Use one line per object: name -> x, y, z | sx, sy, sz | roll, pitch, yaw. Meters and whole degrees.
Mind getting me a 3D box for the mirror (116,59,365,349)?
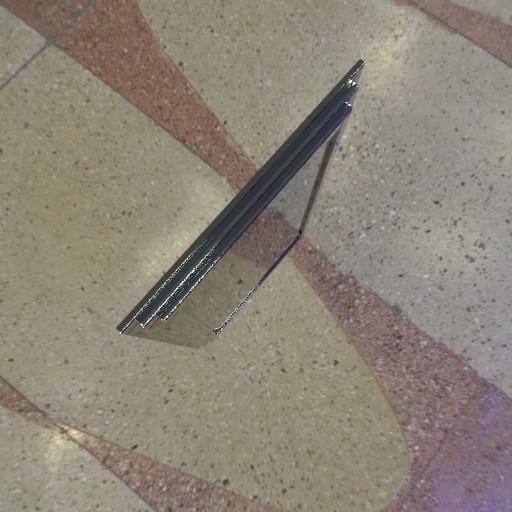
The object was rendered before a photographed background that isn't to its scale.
mirror -> 0.000, 0.000, 1.164 | 0.039, 0.914, 0.613 | 39, 80, 9
